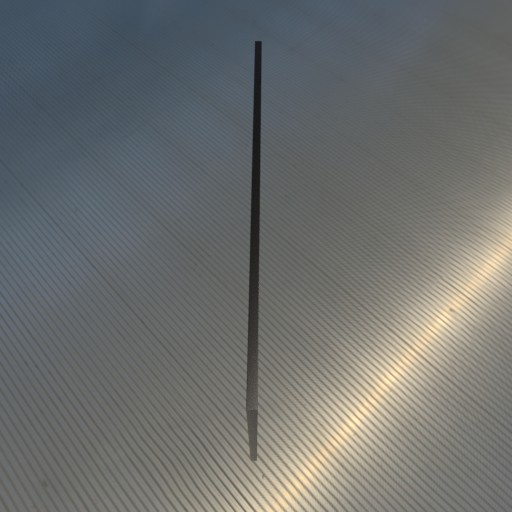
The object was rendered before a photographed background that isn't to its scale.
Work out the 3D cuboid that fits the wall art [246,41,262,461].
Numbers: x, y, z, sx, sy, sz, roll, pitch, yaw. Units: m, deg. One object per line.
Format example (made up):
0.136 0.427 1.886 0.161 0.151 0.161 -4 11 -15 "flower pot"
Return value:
0.000 0.000 0.841 0.013 0.447 0.660 1 59 0 "wall art"
